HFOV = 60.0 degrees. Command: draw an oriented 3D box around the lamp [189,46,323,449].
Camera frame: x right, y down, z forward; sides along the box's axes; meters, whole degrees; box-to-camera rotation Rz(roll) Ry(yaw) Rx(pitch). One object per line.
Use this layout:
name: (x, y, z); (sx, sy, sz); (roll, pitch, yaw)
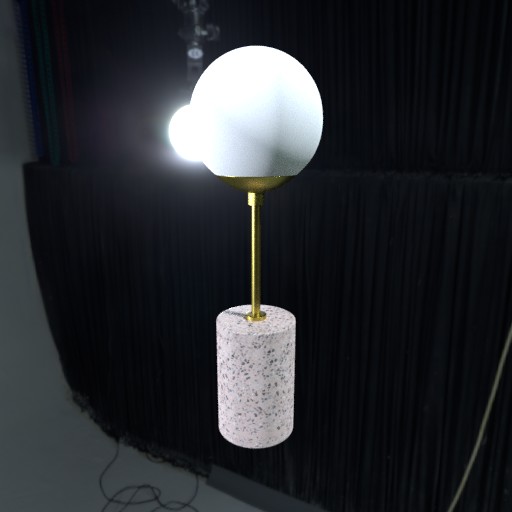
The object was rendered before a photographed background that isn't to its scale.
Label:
lamp: (0.000, 0.000, 0.553); (0.153, 0.480, 0.153); (0, 14, 0)
